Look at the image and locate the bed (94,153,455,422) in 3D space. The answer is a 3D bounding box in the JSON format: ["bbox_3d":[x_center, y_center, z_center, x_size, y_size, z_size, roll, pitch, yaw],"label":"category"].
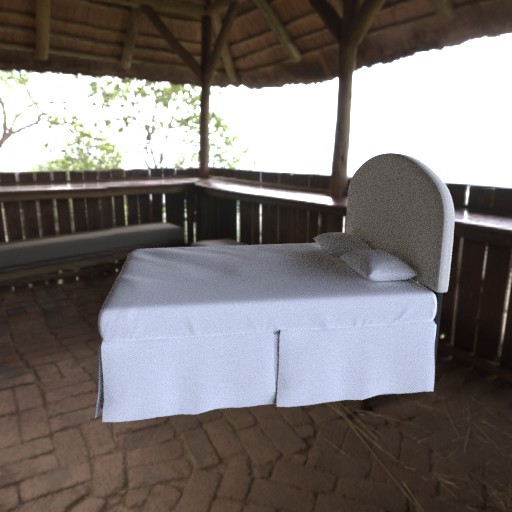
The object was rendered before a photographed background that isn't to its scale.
[{"bbox_3d":[0.000,0.000,3.111,2.005,1.410,1.607,-2,13,-9],"label":"bed"}]
